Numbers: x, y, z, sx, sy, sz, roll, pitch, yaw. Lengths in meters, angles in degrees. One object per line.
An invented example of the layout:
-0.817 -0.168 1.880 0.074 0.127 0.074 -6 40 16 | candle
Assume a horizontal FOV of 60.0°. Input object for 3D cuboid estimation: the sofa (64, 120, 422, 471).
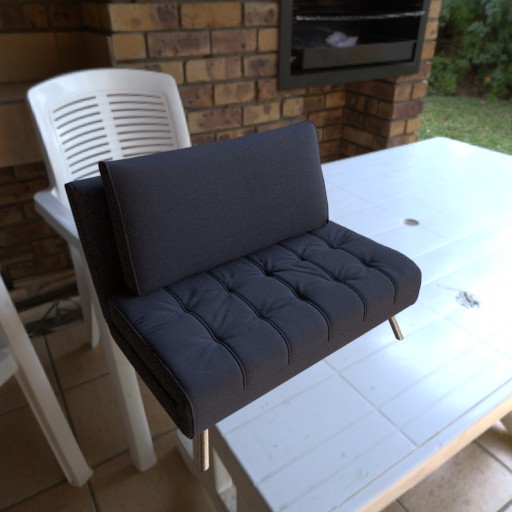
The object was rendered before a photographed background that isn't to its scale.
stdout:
0.000 0.000 1.902 1.220 0.910 0.910 -21 37 -32 | sofa
